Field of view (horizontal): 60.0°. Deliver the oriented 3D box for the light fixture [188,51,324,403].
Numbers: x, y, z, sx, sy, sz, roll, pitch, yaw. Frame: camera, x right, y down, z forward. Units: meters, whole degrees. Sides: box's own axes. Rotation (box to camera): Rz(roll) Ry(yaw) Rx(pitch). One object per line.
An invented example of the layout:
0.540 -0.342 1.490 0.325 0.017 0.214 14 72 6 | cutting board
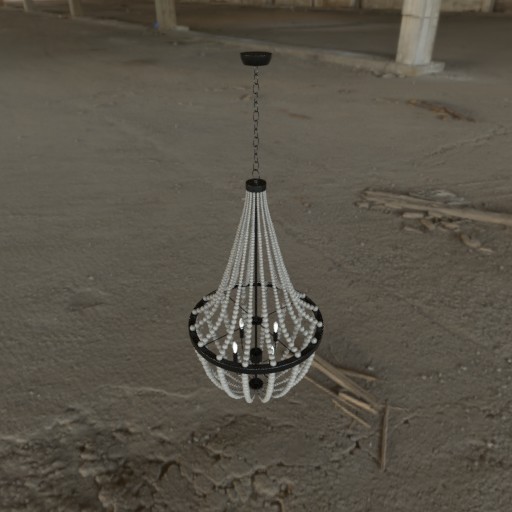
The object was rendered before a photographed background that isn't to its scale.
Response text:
0.000 0.000 1.353 0.450 1.133 0.450 0 32 0 | light fixture
